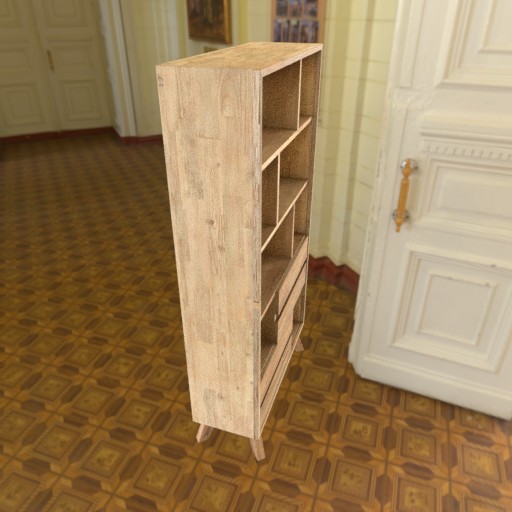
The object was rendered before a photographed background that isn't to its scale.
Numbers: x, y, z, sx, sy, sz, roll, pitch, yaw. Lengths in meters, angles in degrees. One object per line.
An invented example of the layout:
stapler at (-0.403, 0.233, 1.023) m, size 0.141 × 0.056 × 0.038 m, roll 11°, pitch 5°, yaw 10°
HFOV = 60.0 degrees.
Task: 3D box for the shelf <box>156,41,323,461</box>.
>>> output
shelf at (0.000, 0.000, 1.753) m, size 0.308 × 1.471 × 0.748 m, roll 10°, pitch 31°, yaw 16°
